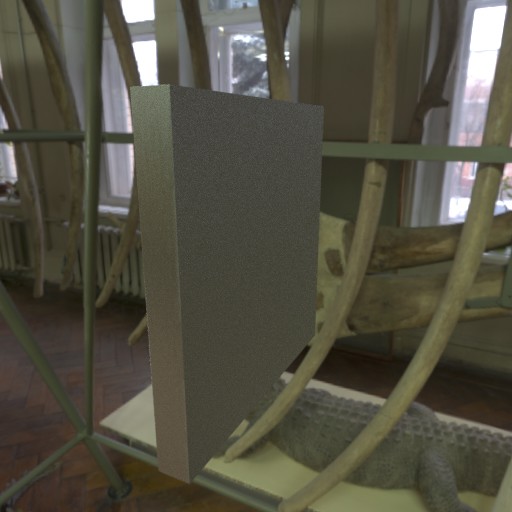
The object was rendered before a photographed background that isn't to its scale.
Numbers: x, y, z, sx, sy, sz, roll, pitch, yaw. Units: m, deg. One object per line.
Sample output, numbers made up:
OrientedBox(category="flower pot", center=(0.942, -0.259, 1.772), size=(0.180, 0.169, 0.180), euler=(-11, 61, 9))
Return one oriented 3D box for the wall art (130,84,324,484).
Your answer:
OrientedBox(category="wall art", center=(0.000, 0.000, 0.524), size=(0.038, 0.350, 0.350), euler=(8, 18, 26))
